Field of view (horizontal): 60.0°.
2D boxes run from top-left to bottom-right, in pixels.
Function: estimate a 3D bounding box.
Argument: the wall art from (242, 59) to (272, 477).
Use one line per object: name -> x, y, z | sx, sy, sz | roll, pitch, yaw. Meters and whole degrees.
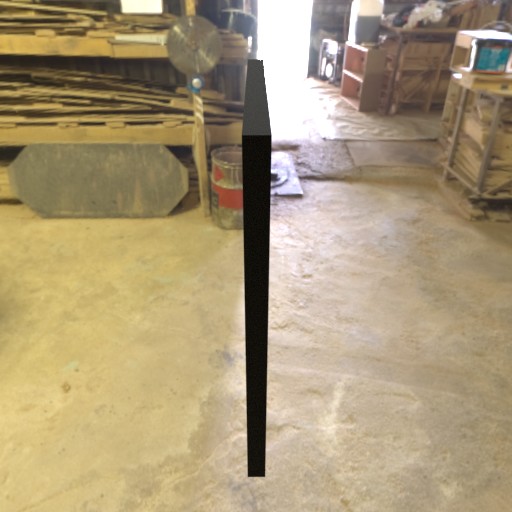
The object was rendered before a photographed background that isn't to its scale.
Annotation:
wall art -> 0.000, 0.000, 0.763 | 0.029, 0.559, 0.457 | 0, 32, 0
